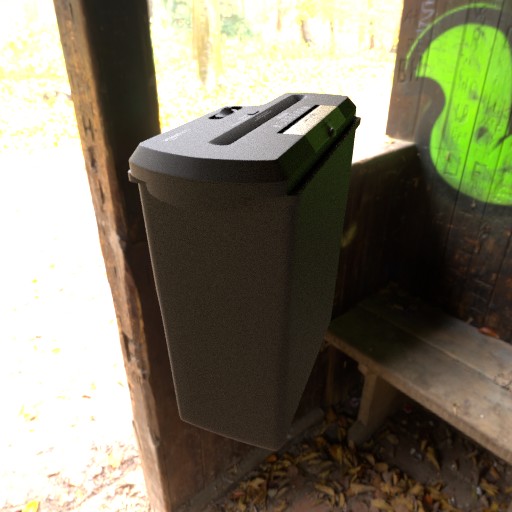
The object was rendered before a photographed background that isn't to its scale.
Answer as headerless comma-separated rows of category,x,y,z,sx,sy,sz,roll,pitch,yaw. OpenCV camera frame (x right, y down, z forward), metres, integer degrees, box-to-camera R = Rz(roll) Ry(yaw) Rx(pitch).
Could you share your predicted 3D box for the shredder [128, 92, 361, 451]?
shredder,0.000,0.000,0.522,0.170,0.335,0.320,11,31,18
